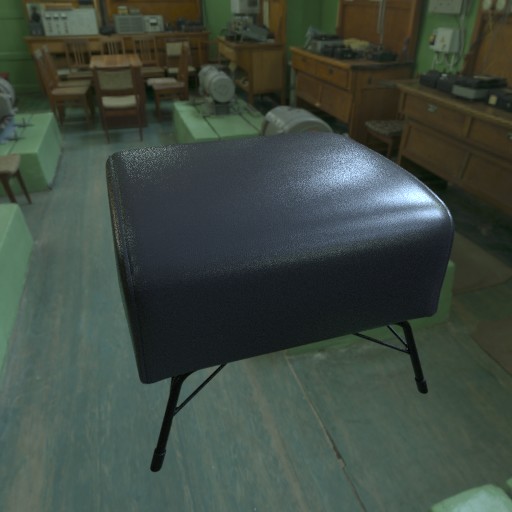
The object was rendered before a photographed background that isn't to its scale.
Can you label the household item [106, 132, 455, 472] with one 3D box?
[{"bbox_3d":[0.000,0.000,0.890,0.530,0.410,0.530,-10,33,-16],"label":"household item"}]
